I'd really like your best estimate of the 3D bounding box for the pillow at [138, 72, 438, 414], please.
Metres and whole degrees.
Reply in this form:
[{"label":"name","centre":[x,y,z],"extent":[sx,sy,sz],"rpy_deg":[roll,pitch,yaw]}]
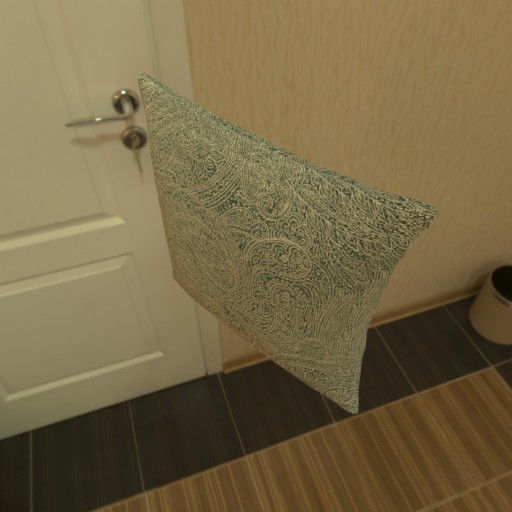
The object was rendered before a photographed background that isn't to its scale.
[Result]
[{"label":"pillow","centre":[0.000,0.000,0.787],"extent":[0.526,0.507,0.166],"rpy_deg":[33,55,27]}]
